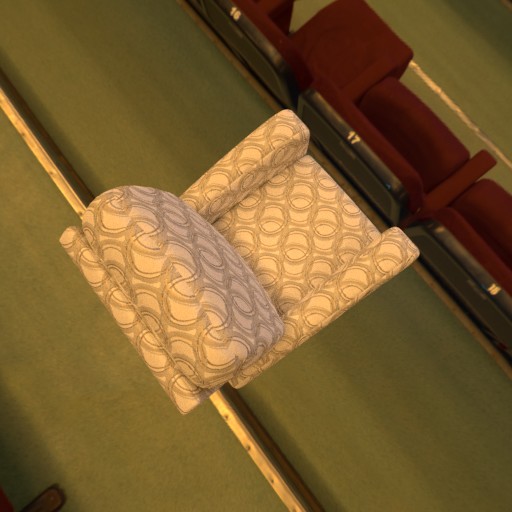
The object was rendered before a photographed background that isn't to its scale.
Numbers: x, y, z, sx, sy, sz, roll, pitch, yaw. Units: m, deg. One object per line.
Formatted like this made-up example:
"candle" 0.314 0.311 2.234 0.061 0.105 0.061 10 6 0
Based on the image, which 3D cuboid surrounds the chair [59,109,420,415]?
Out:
"chair" 0.000 0.000 1.735 0.995 1.065 0.796 -37 79 -9
